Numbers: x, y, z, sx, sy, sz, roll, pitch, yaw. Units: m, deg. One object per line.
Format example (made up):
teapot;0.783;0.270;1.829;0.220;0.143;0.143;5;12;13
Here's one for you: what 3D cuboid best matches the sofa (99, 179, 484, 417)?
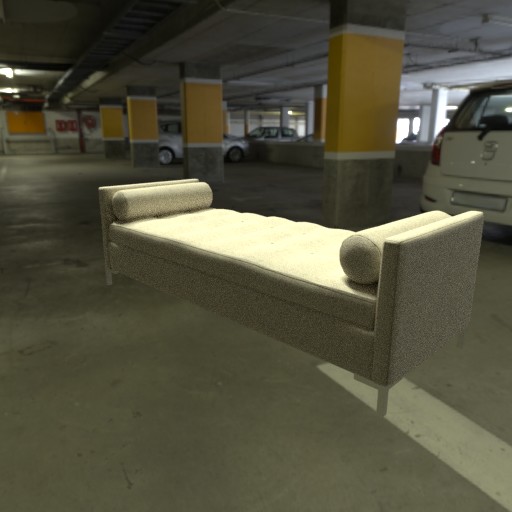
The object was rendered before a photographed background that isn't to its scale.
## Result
sofa;0.000;0.000;2.468;2.102;0.655;0.797;15;21;43
